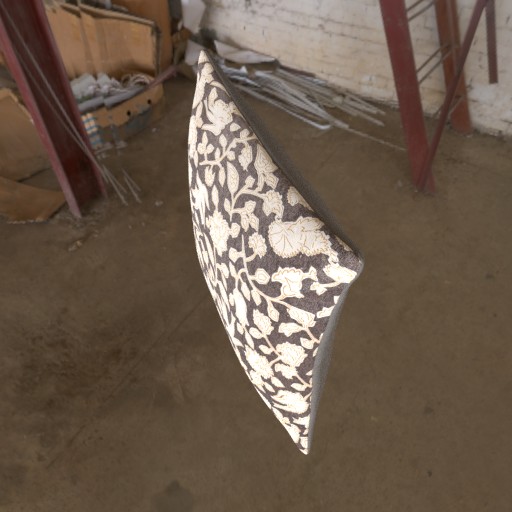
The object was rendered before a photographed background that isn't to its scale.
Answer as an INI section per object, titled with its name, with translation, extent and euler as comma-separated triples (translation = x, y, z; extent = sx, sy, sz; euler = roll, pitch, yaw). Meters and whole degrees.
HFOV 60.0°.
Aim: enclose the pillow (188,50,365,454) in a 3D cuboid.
[pillow]
translation = 0.000, 0.000, 0.768
extent = 0.166, 0.507, 0.526
euler = -16, 49, -14
